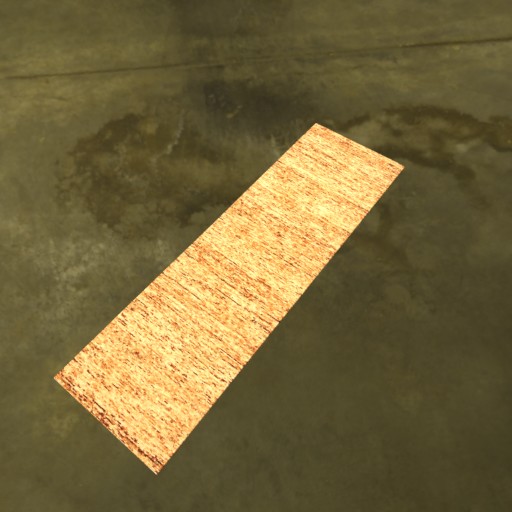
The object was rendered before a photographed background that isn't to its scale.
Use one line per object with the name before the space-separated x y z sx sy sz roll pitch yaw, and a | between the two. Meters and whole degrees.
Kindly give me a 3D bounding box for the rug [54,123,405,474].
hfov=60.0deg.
rug | 0.000 0.000 2.449 0.680 0.014 2.237 33 62 20
